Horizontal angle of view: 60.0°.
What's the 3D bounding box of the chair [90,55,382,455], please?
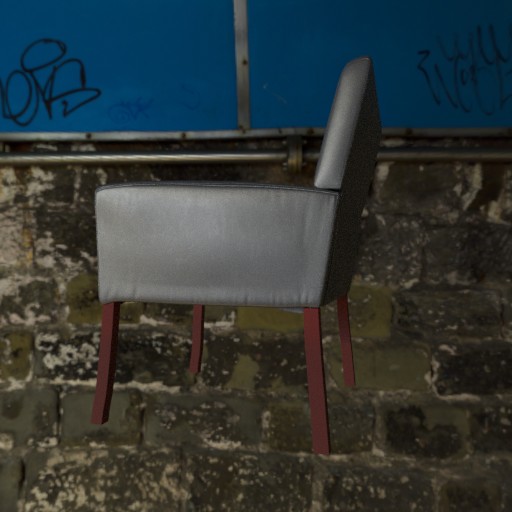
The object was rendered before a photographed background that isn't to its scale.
[{"bbox_3d":[0.000,0.000,1.444,0.772,0.951,0.683,0,-1,18],"label":"chair"}]
